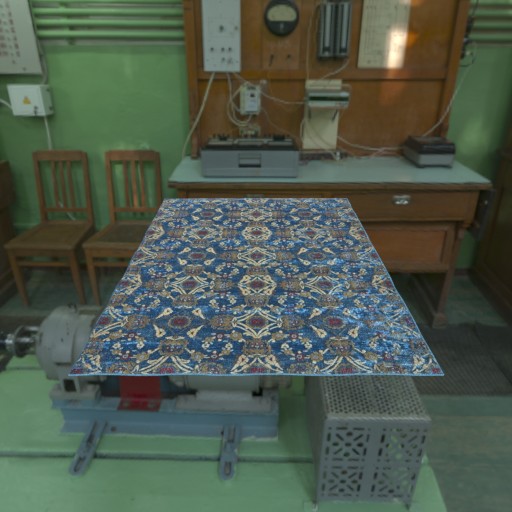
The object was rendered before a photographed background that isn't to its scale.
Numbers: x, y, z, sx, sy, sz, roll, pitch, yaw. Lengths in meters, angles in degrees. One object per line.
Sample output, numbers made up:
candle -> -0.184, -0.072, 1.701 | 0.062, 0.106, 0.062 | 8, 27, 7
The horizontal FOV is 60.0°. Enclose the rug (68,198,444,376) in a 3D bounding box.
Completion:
rug -> 0.000, 0.000, 4.217 | 2.337, 0.013, 3.291 | 0, 27, 0
